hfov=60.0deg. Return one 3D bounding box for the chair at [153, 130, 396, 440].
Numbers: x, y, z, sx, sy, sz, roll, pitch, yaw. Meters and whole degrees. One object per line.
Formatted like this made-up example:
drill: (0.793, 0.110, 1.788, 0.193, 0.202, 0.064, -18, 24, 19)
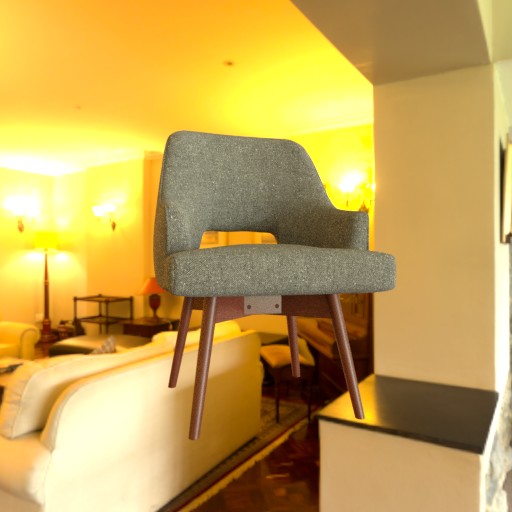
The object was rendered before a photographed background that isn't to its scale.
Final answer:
chair: (0.000, 0.000, 1.339, 0.608, 0.875, 0.629, 0, 0, -17)
